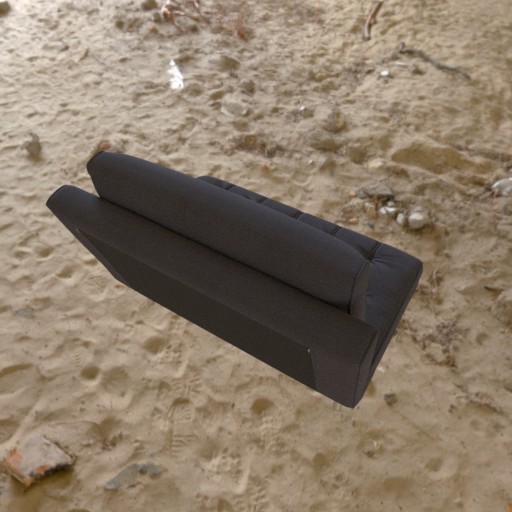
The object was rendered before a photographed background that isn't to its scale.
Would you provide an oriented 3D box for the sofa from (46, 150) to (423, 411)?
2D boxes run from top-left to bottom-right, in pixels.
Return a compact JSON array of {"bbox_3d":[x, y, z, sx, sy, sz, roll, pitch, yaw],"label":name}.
[{"bbox_3d":[0.000,0.000,1.843,1.220,0.910,0.910,24,51,22],"label":"sofa"}]
